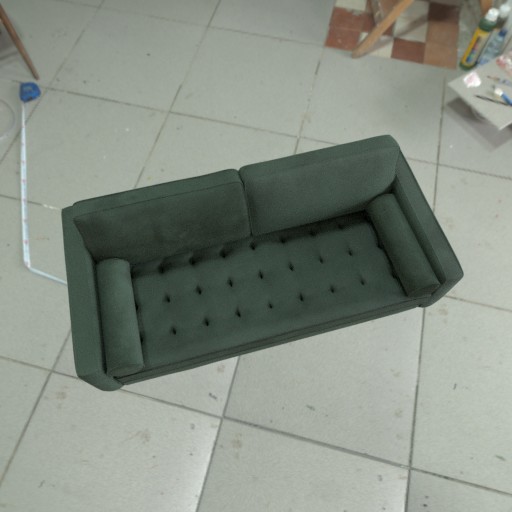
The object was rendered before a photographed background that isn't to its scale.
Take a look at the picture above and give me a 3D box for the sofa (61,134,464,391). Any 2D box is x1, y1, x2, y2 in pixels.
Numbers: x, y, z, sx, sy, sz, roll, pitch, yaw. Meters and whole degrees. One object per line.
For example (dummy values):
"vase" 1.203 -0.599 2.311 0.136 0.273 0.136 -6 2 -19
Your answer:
"sofa" 0.000 0.000 2.369 1.880 0.772 0.916 -14 64 -7
